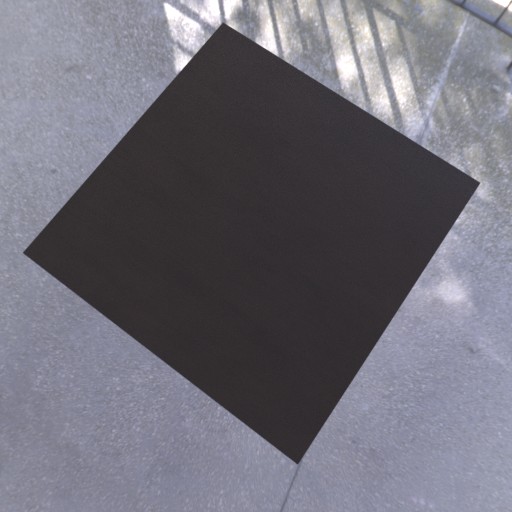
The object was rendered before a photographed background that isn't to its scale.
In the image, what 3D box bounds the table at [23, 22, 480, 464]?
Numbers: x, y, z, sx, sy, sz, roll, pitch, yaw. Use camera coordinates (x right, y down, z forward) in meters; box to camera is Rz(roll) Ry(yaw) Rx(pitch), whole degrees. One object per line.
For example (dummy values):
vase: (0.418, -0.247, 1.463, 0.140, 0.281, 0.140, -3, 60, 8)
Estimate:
table: (0.000, 0.000, 1.386, 0.749, 0.770, 0.749, 35, 79, 8)
